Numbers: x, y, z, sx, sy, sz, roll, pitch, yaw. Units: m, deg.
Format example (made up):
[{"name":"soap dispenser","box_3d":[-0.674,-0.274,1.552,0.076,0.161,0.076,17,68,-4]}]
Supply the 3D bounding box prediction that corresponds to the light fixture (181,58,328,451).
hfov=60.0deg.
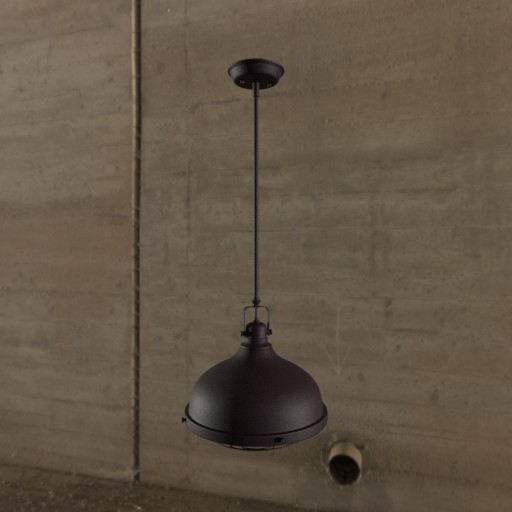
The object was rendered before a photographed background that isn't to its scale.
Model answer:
[{"name":"light fixture","box_3d":[0.000,0.000,1.018,0.341,0.849,0.341,0,0,-18]}]
